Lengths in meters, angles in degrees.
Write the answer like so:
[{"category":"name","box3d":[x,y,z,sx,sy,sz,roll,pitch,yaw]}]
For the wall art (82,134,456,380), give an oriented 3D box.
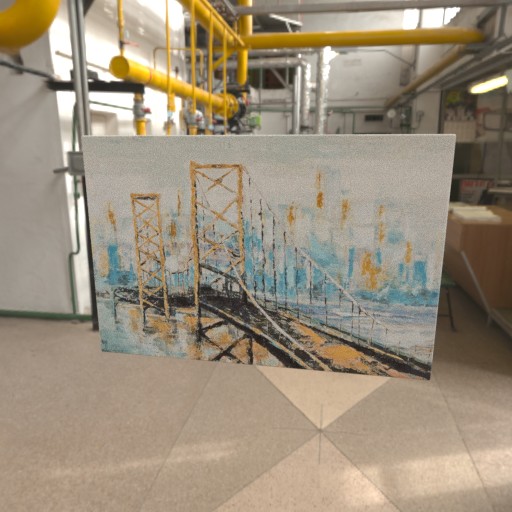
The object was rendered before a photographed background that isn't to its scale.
[{"category":"wall art","box3d":[0.000,0.000,1.157,0.913,0.609,0.038,3,14,10]}]
